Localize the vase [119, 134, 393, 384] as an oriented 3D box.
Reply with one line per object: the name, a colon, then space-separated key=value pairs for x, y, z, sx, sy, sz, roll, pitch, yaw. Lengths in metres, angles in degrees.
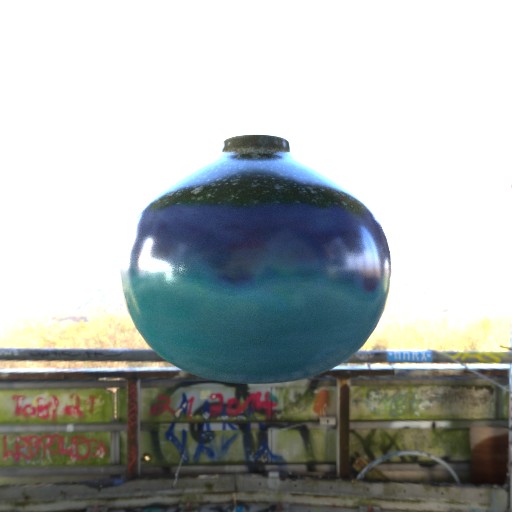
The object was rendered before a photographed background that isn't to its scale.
vase: x=0.000 y=0.000 z=0.260 sx=0.154 sy=0.133 sz=0.154 roll=0 pitch=1 yaw=0
